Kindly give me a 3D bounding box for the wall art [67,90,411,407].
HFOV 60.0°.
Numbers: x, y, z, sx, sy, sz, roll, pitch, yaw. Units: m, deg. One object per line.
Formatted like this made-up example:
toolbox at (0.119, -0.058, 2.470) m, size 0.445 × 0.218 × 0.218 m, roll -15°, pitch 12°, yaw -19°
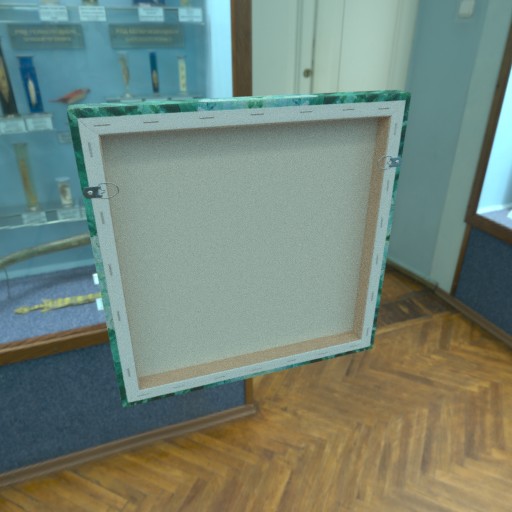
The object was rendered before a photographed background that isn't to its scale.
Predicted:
wall art at (0.000, 0.000, 0.750) m, size 0.507 × 0.508 × 0.038 m, roll -9°, pitch 28°, yaw -17°
